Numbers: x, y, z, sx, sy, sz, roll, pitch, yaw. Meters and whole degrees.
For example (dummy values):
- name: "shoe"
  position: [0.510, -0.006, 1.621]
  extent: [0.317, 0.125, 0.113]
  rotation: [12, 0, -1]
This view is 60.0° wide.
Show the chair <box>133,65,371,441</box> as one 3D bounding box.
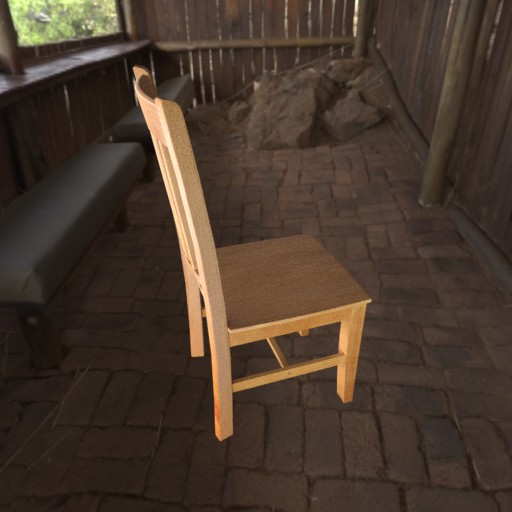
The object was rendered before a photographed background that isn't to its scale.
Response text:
- name: "chair"
  position: [0.000, 0.000, 1.293]
  extent: [0.556, 0.998, 0.450]
  rotation: [-10, 32, -16]
